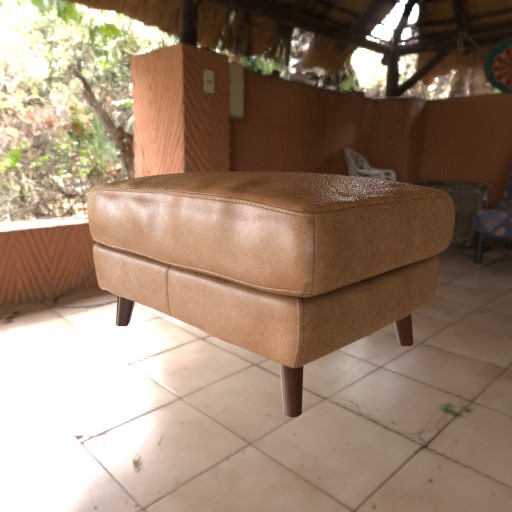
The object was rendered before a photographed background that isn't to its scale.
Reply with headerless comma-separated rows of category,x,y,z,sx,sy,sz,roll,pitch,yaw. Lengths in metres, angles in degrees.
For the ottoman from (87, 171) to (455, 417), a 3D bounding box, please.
ottoman,0.000,0.000,1.229,0.630,0.461,0.869,-12,17,-44
